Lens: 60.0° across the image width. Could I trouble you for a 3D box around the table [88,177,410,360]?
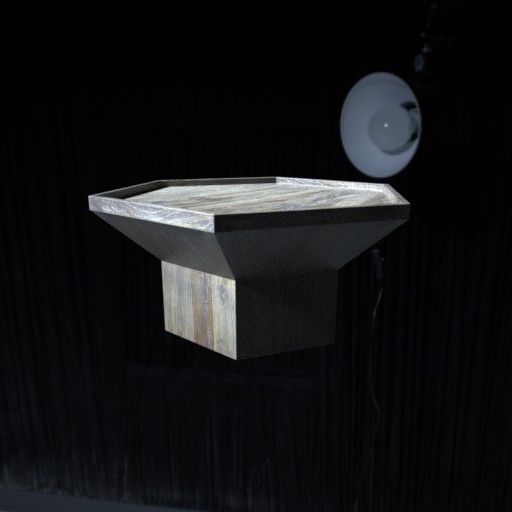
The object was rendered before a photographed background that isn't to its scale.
[{"bbox_3d":[0.000,0.000,1.631,0.966,0.488,1.115,3,15,10],"label":"table"}]
